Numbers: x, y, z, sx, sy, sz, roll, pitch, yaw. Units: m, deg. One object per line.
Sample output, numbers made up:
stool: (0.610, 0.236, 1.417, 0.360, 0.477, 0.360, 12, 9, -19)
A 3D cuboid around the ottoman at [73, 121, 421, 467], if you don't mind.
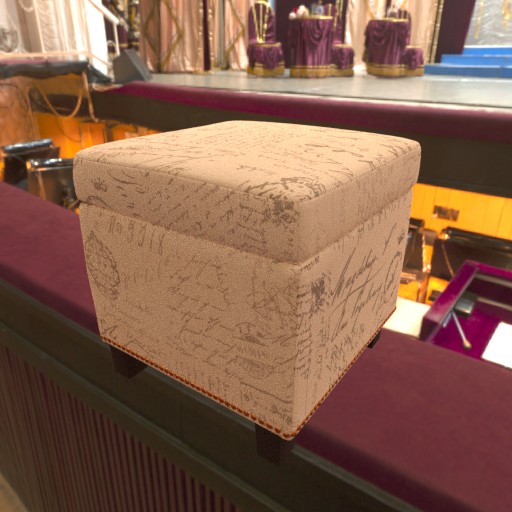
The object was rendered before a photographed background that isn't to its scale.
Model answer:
ottoman: (0.000, 0.000, 0.848, 0.449, 0.457, 0.450, 17, 30, 32)
